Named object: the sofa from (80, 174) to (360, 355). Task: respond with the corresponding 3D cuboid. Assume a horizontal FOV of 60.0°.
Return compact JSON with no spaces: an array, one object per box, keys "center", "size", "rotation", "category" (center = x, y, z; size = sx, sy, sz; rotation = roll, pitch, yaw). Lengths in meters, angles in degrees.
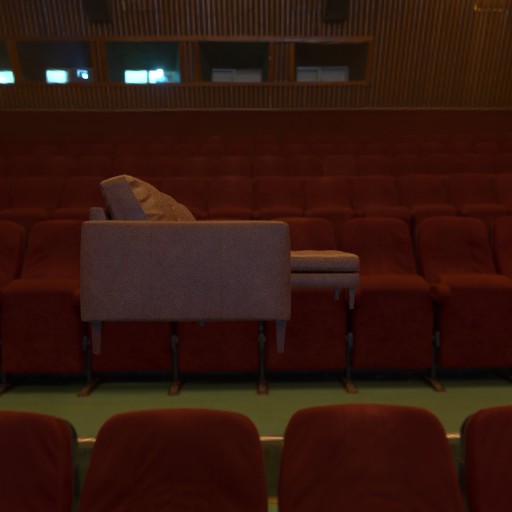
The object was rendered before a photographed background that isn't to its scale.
[{"center":[0.000,0.000,3.046],"size":[1.613,0.841,2.185],"rotation":[0,2,-1],"category":"sofa"}]
